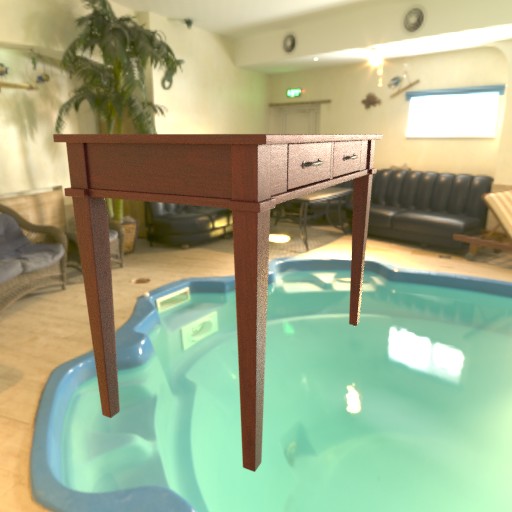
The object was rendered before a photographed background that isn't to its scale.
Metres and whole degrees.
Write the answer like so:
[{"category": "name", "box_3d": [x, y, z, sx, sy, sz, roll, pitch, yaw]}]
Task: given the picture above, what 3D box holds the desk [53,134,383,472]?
[{"category": "desk", "box_3d": [0.000, 0.000, 1.438, 0.549, 0.762, 1.001, 8, 17, 26]}]
